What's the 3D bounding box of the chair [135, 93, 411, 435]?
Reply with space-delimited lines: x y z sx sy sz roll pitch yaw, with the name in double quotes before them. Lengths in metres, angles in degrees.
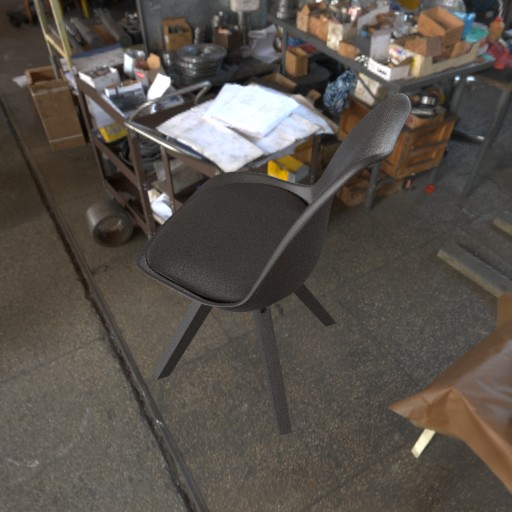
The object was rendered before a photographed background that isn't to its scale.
"chair" 0.000 0.000 1.130 0.550 0.850 0.485 18 47 17
